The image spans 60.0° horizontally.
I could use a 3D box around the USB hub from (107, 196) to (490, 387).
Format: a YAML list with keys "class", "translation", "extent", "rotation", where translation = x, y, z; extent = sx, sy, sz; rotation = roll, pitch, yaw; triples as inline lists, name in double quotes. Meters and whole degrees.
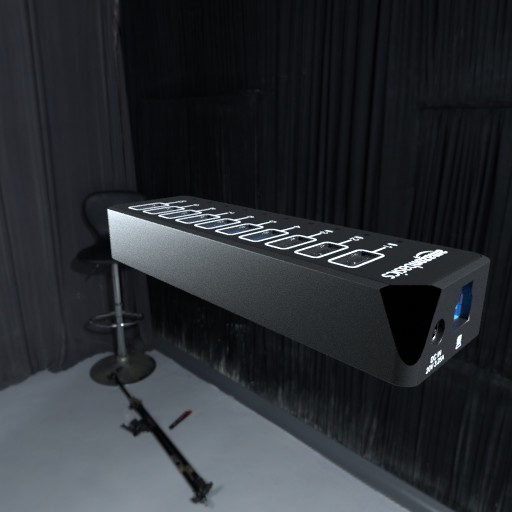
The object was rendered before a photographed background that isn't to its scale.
- class: "USB hub"
  translation: [0.000, 0.000, 0.161]
  extent: [0.044, 0.023, 0.145]
  rotation: [-16, 23, -42]
